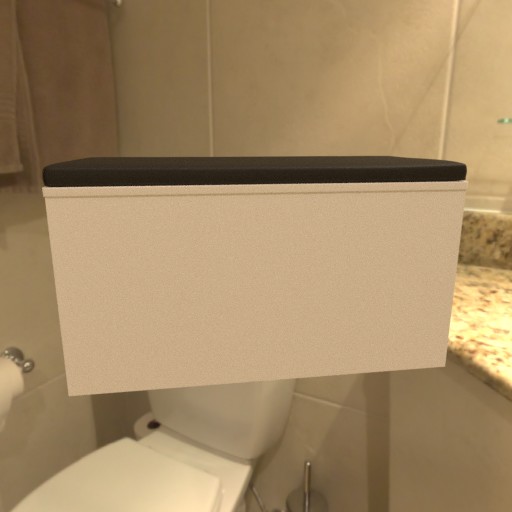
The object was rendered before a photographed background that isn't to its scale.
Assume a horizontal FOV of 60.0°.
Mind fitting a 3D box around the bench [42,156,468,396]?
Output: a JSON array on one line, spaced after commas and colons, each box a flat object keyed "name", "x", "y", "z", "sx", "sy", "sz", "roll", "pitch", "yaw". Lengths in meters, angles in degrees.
[{"name": "bench", "x": 0.000, "y": 0.000, "z": 1.163, "sx": 0.899, "sy": 0.500, "sz": 0.401, "roll": -2, "pitch": 15, "yaw": -8}]
